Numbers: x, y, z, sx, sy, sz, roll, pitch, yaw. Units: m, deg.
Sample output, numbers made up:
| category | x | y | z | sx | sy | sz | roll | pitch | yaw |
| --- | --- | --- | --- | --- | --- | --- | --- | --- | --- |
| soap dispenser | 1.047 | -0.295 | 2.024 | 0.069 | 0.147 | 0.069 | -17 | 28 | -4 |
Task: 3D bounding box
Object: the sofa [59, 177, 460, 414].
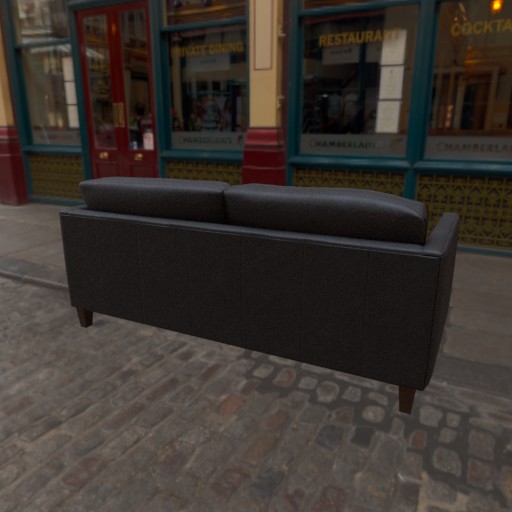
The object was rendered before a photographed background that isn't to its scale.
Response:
| category | x | y | z | sx | sy | sz | roll | pitch | yaw |
| --- | --- | --- | --- | --- | --- | --- | --- | --- | --- |
| sofa | 0.000 | 0.000 | 2.435 | 1.971 | 0.863 | 0.933 | 8 | 17 | 26 |
